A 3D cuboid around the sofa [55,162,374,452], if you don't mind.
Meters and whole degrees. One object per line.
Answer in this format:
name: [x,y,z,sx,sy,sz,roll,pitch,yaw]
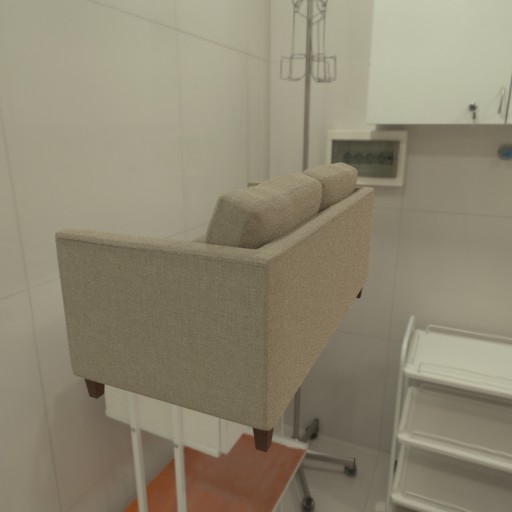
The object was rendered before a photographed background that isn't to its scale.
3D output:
sofa: [0.000,0.000,2.433,0.951,0.947,1.884,7,18,23]
